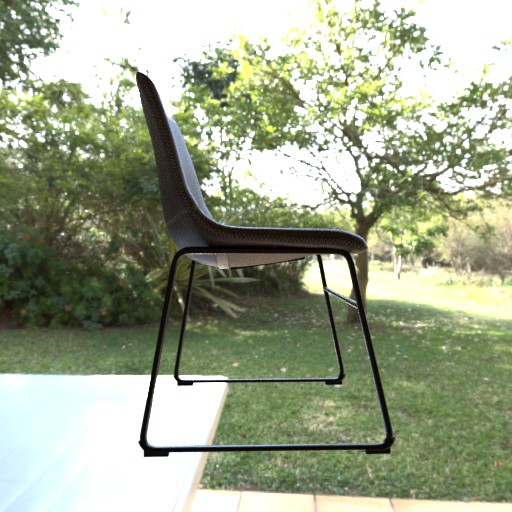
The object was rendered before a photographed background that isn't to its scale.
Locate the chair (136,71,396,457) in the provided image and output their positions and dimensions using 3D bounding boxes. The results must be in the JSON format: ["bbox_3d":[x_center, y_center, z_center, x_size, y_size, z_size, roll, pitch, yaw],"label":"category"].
[{"bbox_3d":[0.000,0.000,1.093,0.550,0.780,0.460,0,2,-2],"label":"chair"}]
